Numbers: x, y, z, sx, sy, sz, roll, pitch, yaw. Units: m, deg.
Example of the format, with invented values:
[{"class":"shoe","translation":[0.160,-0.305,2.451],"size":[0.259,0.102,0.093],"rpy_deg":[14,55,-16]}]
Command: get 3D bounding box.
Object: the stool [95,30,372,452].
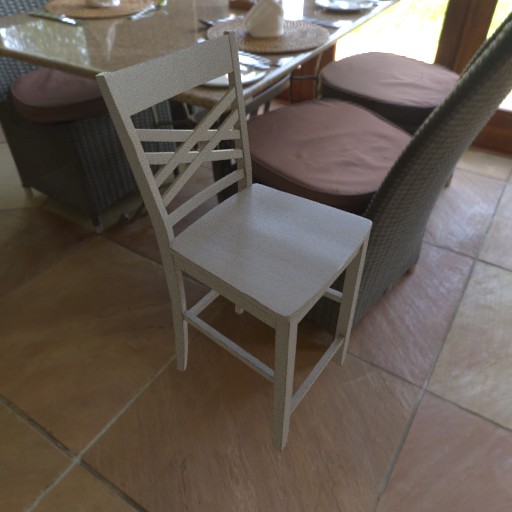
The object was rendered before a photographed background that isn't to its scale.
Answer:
[{"class":"stool","translation":[0.000,0.000,1.318],"size":[0.539,1.079,0.462],"rpy_deg":[25,46,27]}]
